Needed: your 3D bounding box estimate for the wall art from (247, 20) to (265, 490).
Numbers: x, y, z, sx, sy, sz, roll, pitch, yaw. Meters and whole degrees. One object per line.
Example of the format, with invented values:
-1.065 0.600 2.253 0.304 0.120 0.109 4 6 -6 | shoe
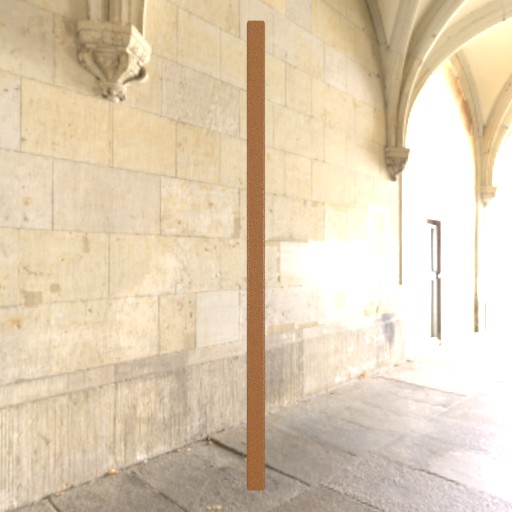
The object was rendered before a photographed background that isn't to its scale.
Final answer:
0.000 0.000 0.742 0.021 0.550 0.449 0 0 0 | wall art
